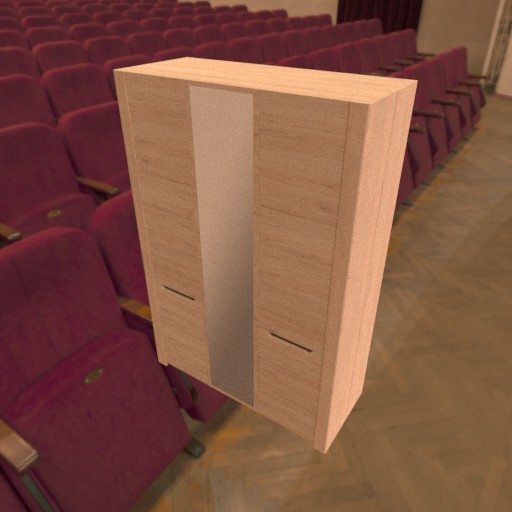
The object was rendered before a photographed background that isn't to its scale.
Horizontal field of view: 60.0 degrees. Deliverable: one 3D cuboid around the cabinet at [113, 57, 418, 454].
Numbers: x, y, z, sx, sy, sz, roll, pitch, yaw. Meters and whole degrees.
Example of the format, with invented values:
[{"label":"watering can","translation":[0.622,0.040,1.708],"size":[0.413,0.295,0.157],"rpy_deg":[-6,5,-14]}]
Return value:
[{"label":"cabinet","translation":[0.000,0.000,2.700],"size":[1.400,2.070,0.580],"rpy_deg":[19,36,28]}]
